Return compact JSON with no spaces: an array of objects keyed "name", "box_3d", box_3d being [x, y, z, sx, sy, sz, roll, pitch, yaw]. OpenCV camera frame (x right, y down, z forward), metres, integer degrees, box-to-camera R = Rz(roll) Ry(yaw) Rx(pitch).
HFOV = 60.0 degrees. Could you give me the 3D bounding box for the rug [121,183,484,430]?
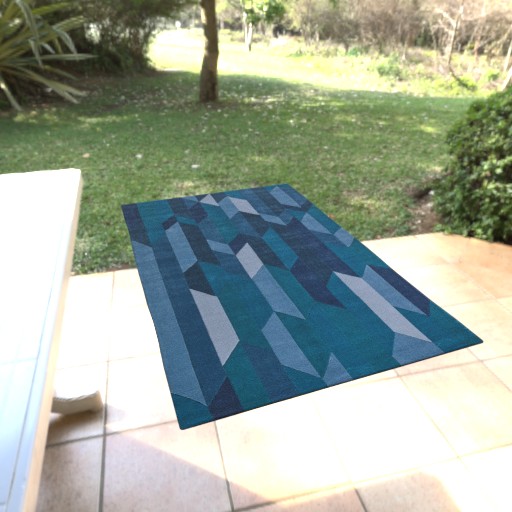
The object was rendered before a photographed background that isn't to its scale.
[{"name":"rug","box_3d":[0.000,0.000,2.951,1.528,0.005,2.420,-10,31,-18]}]
